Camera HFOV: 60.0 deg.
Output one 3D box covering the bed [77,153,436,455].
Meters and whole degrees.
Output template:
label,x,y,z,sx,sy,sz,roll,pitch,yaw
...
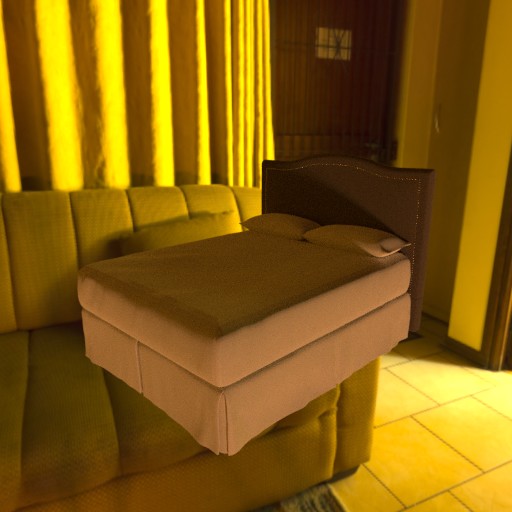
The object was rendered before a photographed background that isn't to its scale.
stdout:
label,x,y,z,sx,sy,sz,roll,pitch,yaw
bed,0.000,0.000,3.195,1.666,1.387,2.036,15,21,43
